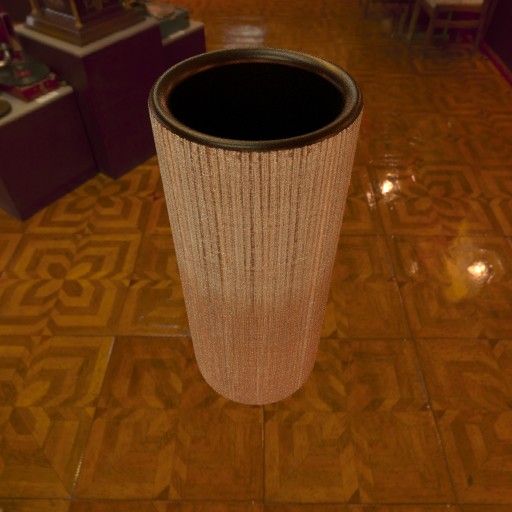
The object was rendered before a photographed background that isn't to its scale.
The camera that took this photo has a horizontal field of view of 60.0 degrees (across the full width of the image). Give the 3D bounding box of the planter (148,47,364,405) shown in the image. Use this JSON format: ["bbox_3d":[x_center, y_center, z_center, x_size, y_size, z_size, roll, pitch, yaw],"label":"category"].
[{"bbox_3d":[0.000,0.000,0.288,0.100,0.227,0.100,2,47,2],"label":"planter"}]
